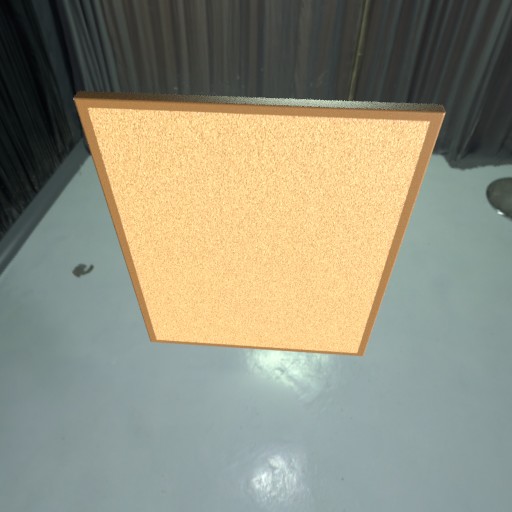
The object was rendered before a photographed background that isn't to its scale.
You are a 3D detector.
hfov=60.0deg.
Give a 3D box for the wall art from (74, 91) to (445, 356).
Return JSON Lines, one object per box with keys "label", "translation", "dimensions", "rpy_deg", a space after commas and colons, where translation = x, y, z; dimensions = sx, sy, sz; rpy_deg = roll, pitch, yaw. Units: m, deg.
{"label": "wall art", "translation": [0.000, 0.000, 0.509], "dimensions": [0.310, 0.379, 0.015], "rpy_deg": [3, 47, 3]}
